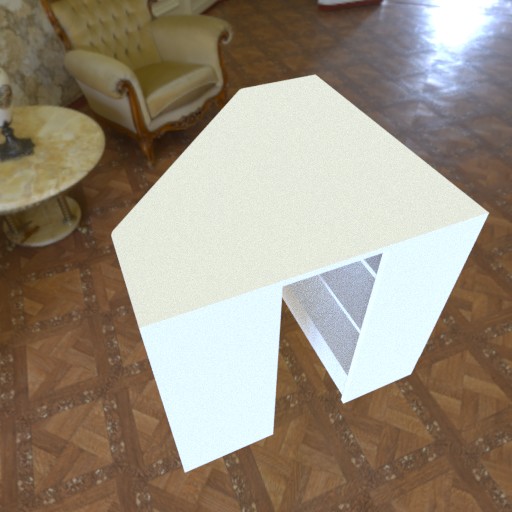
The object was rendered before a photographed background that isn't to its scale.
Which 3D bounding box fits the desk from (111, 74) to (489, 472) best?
[{"bbox_3d":[0.000,0.000,1.627,0.926,0.818,0.940,-17,48,-16],"label":"desk"}]
